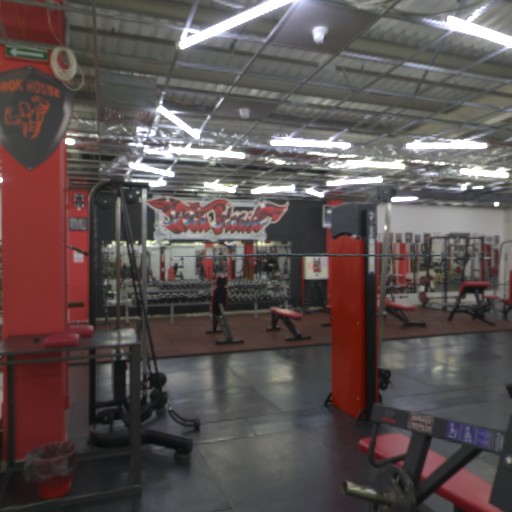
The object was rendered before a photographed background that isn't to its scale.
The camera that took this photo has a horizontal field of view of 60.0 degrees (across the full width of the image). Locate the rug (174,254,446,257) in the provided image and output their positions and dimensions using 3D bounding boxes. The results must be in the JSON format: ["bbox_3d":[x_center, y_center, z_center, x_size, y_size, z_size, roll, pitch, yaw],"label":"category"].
[{"bbox_3d":[0.000,0.000,2.653,0.688,0.008,2.443,0,0,-17],"label":"rug"}]
